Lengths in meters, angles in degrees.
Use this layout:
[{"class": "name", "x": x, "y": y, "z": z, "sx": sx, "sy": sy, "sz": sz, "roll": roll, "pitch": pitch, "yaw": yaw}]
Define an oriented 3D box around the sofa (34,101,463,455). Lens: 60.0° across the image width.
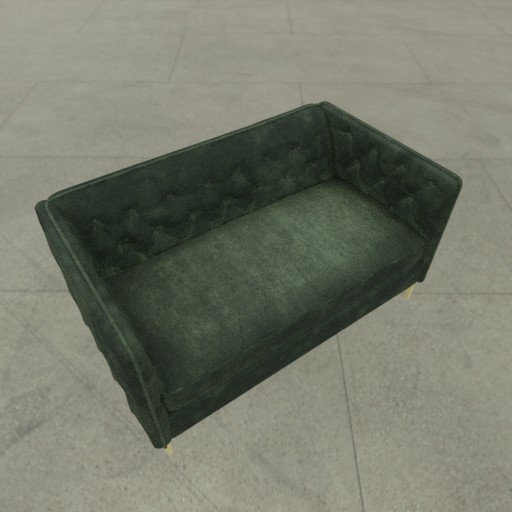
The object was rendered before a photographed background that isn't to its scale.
[{"class": "sofa", "x": 0.000, "y": 0.000, "z": 2.024, "sx": 1.537, "sy": 0.768, "sz": 0.895, "roll": -26, "pitch": 51, "yaw": -24}]
